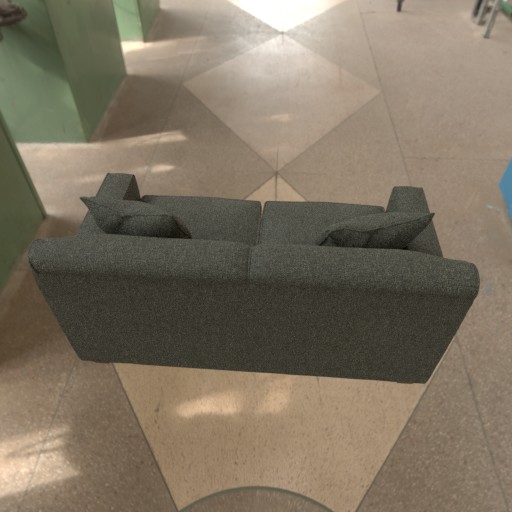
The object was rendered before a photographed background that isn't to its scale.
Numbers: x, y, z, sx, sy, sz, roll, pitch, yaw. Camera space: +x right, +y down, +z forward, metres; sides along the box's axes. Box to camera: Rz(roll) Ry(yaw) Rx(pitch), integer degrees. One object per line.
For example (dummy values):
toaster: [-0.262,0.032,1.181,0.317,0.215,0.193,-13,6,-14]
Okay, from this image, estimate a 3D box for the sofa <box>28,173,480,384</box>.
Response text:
sofa: [0.000,0.000,2.379,1.846,0.958,0.998,3,47,3]
